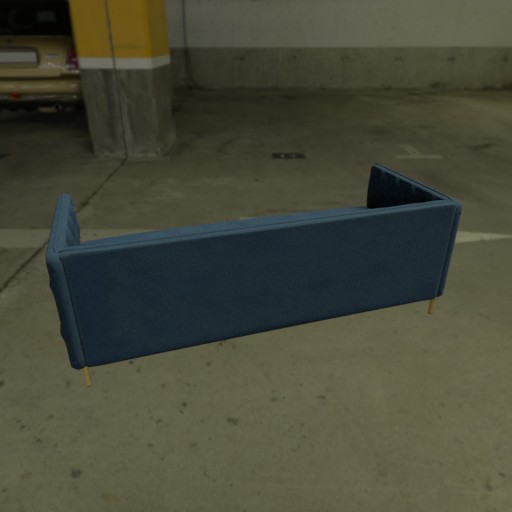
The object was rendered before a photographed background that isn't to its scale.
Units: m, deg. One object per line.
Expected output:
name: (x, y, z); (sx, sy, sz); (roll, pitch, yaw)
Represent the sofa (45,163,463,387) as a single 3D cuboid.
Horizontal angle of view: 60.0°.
sofa: (0.000, 0.000, 2.702); (2.209, 0.771, 0.895); (-8, 28, -16)
